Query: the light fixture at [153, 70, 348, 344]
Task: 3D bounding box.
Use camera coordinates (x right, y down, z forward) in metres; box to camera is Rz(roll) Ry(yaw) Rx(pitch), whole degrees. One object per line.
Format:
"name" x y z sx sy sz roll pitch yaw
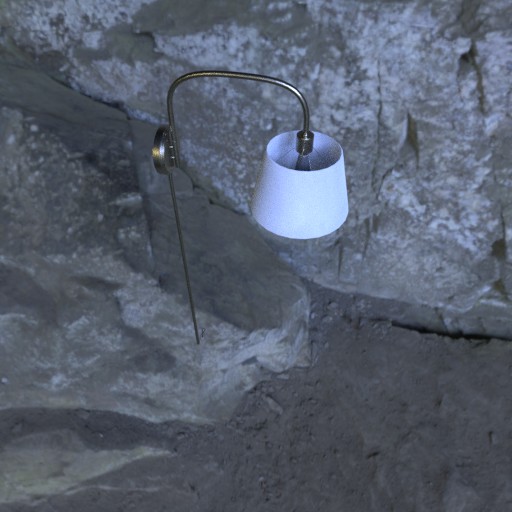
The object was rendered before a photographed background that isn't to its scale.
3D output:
"light fixture" 0.000 0.000 0.482 0.176 0.399 0.092 9 46 9
